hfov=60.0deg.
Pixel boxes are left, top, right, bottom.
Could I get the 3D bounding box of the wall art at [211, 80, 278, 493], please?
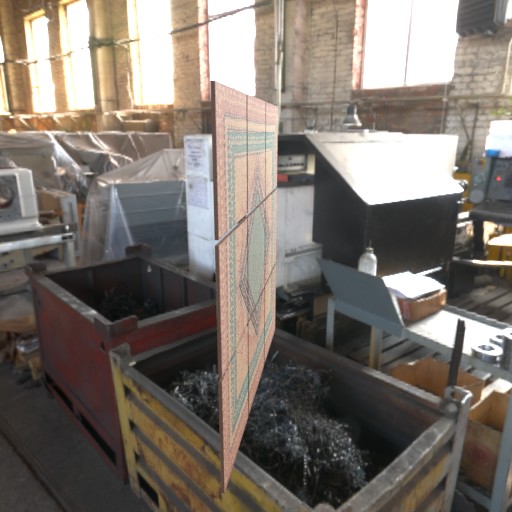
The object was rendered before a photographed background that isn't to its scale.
[{"bbox_3d":[0.000,0.000,2.268,0.014,1.525,1.527,3,16,9],"label":"wall art"}]
